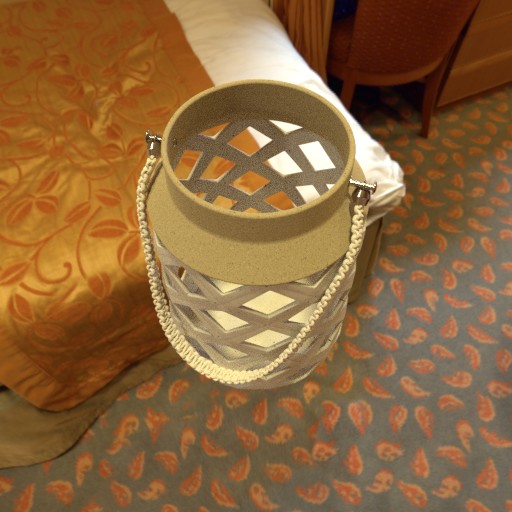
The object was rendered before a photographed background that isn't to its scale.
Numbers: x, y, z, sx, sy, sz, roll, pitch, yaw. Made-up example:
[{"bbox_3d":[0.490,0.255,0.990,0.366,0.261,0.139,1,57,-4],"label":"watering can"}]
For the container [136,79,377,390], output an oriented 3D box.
[{"bbox_3d":[0.000,0.000,0.394,0.188,0.264,0.198,15,59,9],"label":"container"}]
